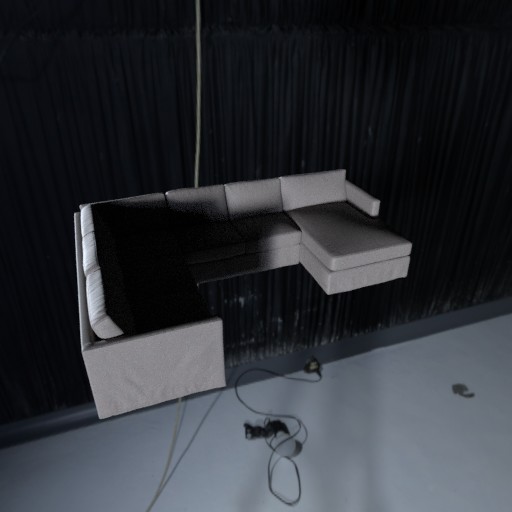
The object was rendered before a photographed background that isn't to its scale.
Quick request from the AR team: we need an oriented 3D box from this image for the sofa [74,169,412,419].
[{"bbox_3d":[0.000,0.000,4.644,3.460,0.882,2.427,-11,32,-18],"label":"sofa"}]
